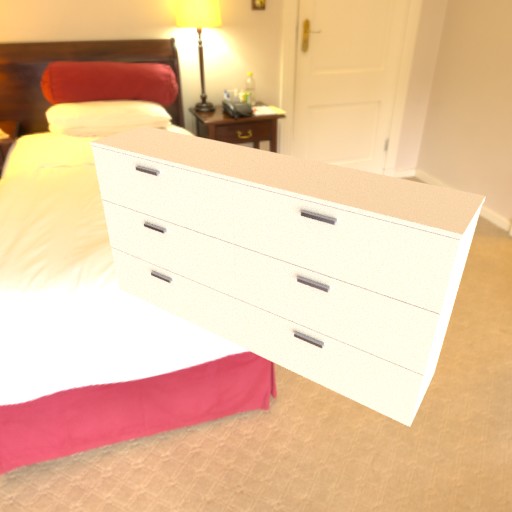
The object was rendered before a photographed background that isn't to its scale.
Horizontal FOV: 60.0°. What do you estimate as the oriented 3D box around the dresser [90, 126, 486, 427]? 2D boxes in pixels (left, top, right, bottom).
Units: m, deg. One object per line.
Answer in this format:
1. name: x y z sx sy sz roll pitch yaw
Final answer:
1. dresser: 0.000 0.000 1.860 1.535 0.790 0.333 19 36 29
